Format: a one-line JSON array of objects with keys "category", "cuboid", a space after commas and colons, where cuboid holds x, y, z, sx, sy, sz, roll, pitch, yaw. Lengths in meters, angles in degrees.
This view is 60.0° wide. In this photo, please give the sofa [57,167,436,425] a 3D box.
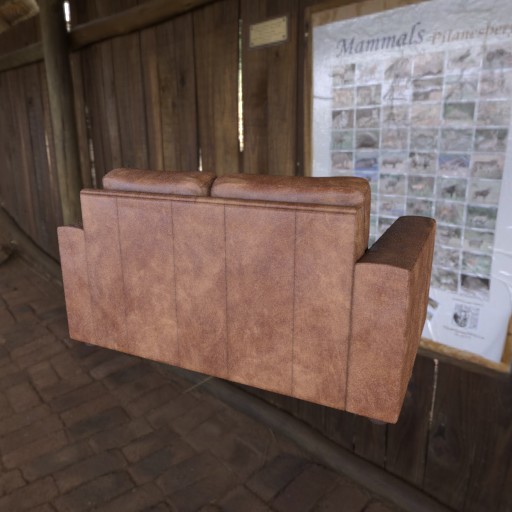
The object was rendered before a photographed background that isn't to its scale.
[{"category": "sofa", "cuboid": [0.000, 0.000, 2.258, 1.626, 0.889, 1.041, 7, 17, 25]}]
